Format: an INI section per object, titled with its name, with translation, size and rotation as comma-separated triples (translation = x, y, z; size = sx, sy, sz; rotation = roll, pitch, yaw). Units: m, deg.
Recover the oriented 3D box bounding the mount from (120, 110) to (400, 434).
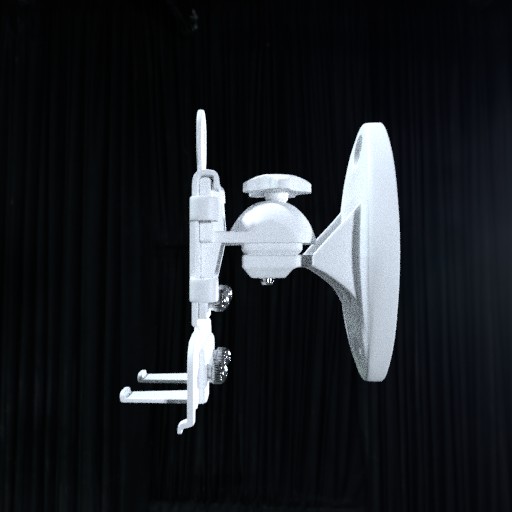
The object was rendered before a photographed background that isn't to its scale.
[mount]
translation = 0.000, 0.000, 0.180
size = 0.100, 0.118, 0.066
rotation = 0, 0, -1
